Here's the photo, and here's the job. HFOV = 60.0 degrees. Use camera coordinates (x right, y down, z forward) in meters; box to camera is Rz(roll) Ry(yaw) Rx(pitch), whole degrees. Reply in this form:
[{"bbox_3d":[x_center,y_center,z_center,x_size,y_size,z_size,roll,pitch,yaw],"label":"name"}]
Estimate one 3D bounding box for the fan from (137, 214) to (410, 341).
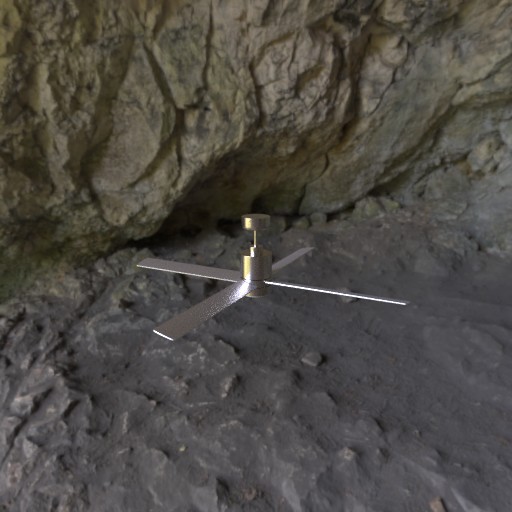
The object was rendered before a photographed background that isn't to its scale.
[{"bbox_3d":[0.000,0.000,1.960,1.322,0.355,1.322,7,17,26],"label":"fan"}]
